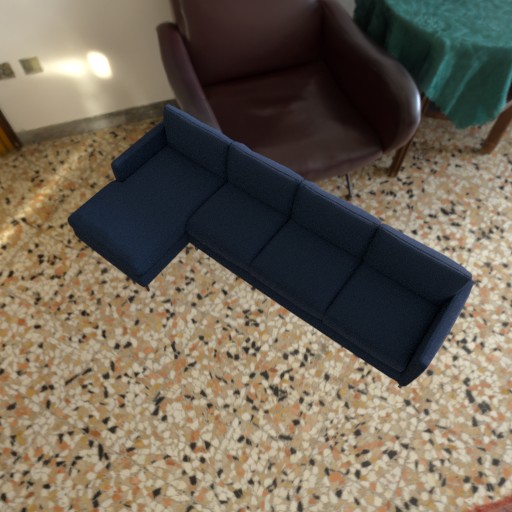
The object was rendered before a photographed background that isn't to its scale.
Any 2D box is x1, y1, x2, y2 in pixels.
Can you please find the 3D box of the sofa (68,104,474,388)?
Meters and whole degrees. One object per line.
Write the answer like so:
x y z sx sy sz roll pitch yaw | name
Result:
0.000 0.000 2.892 2.450 0.679 1.128 33 65 18 | sofa
